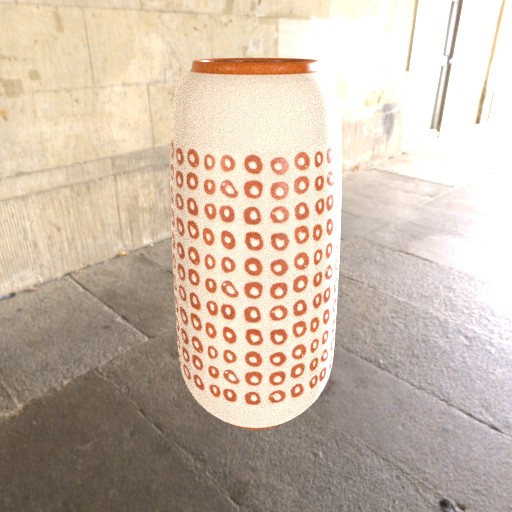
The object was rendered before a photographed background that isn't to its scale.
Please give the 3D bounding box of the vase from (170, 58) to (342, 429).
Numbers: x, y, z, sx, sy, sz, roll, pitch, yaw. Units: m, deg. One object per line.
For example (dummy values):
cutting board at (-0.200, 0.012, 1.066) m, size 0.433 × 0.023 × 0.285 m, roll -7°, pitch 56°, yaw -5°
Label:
vase at (0.000, 0.000, 0.348) m, size 0.133 × 0.282 × 0.133 m, roll 0°, pitch 26°, yaw 0°
